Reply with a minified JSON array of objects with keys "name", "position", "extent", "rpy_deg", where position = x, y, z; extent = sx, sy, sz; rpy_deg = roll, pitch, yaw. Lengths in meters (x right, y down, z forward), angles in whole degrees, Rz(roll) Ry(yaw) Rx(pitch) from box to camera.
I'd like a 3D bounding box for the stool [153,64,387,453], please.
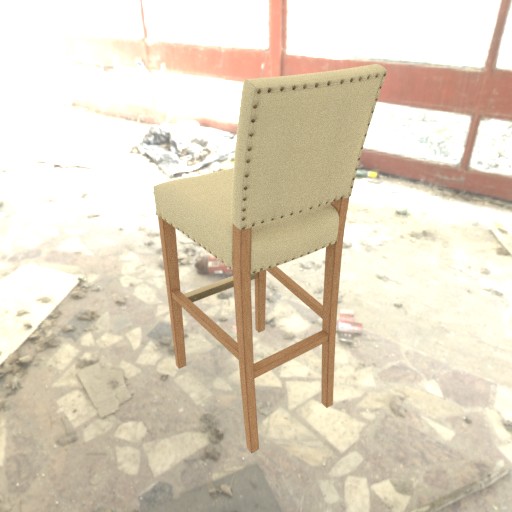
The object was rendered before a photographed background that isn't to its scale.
[{"name":"stool","position":[0.000,0.000,1.395],"extent":[0.428,1.143,0.546],"rpy_deg":[-19,36,-29]}]
